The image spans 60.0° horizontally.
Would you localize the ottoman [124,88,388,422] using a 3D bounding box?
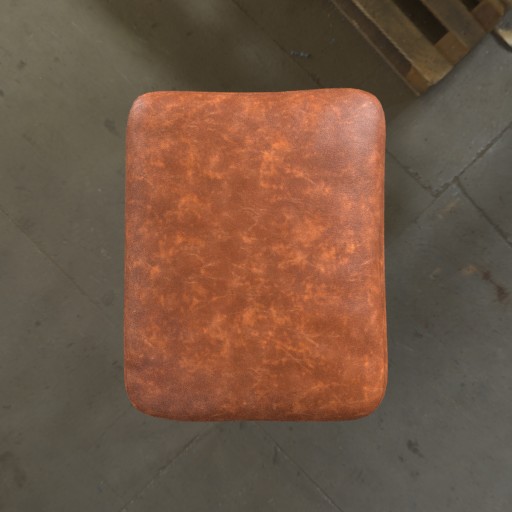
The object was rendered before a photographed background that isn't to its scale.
[{"bbox_3d":[0.000,0.000,1.264,0.657,0.562,0.832,0,89,0],"label":"ottoman"}]
